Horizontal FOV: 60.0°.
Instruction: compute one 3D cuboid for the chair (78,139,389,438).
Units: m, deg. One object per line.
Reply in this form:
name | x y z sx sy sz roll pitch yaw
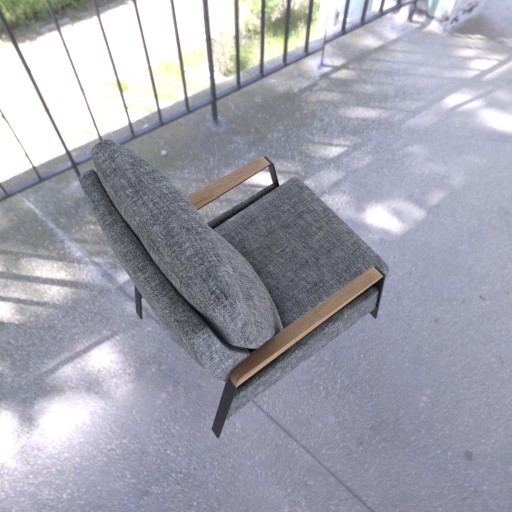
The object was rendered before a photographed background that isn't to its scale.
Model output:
chair | 0.000 0.000 1.576 0.868 1.042 0.671 -32 64 -18
